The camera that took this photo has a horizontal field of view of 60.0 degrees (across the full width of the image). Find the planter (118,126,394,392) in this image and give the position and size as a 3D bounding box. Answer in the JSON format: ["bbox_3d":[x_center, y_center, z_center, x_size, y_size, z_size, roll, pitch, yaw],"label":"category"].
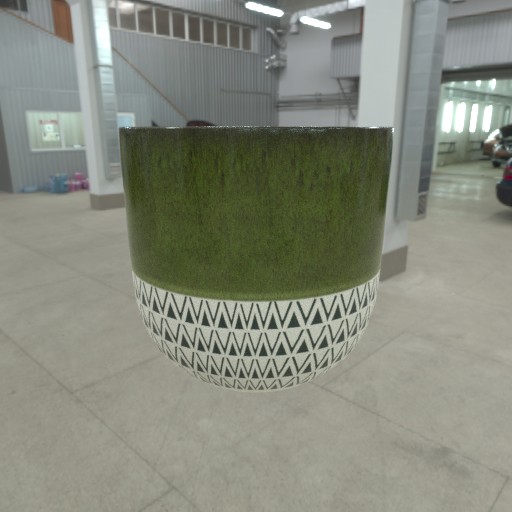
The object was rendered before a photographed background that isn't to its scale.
[{"bbox_3d":[0.000,0.000,0.483,0.266,0.270,0.266,0,16,0],"label":"planter"}]
